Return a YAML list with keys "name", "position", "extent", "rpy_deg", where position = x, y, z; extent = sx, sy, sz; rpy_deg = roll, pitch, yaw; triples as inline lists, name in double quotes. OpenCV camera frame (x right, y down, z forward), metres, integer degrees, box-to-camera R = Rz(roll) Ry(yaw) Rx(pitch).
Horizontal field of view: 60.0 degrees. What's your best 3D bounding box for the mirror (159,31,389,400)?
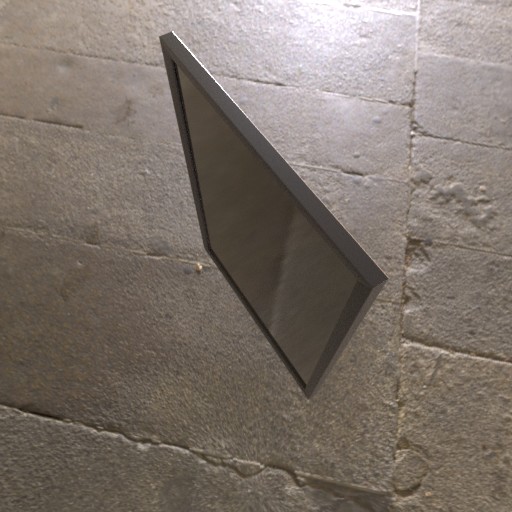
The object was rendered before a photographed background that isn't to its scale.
- name: "mirror"
  position: [0.000, 0.000, 1.334]
  extent: [0.040, 1.016, 0.762]
  rpy_deg: [-30, 66, -15]
